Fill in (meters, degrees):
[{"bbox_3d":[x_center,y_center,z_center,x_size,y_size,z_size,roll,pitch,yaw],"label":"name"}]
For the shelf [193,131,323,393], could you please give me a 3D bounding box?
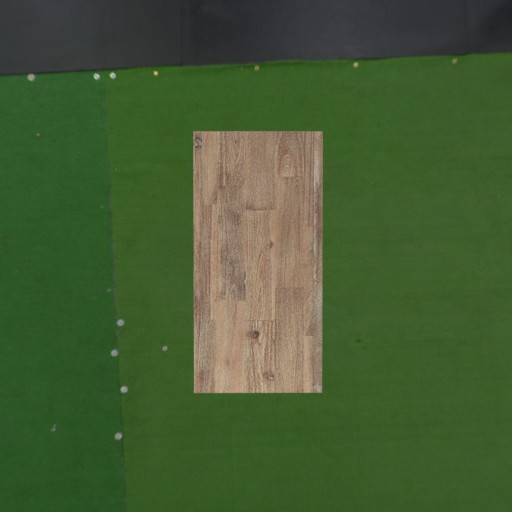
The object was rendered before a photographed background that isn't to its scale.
[{"bbox_3d":[0.000,0.000,1.502,0.267,1.342,0.491,0,91,0],"label":"shelf"}]
